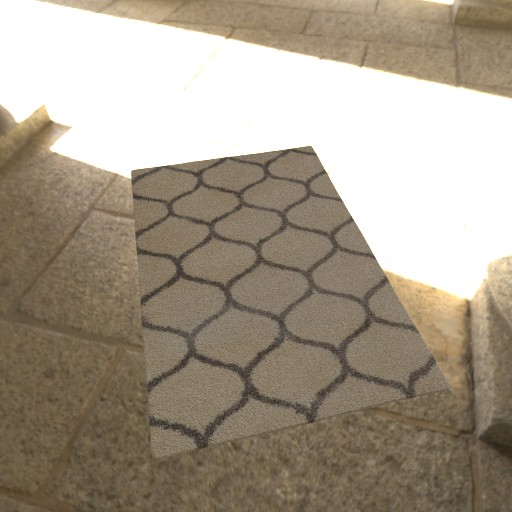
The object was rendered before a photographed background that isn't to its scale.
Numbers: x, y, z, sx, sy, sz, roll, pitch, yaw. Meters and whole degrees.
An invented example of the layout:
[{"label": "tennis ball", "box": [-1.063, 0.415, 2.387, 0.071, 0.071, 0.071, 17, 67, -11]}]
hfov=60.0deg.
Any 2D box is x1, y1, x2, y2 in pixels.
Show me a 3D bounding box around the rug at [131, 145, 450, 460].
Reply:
[{"label": "rug", "box": [0.000, 0.000, 3.443, 1.801, 0.026, 2.701, -10, 48, -9]}]
